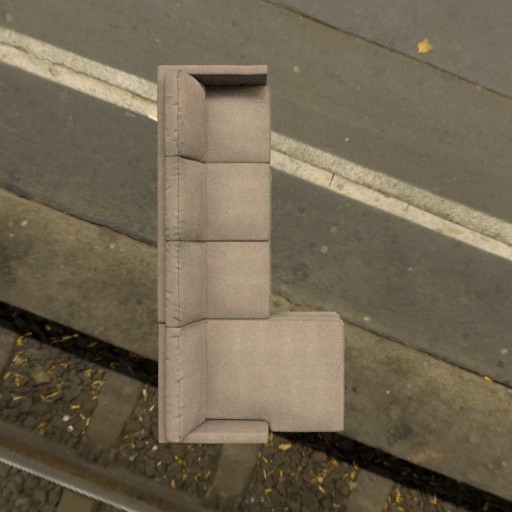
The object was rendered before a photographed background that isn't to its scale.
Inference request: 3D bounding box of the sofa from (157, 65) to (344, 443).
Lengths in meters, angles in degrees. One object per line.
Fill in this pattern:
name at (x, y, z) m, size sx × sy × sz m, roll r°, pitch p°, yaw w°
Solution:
sofa at (0.000, 0.000, 3.973) m, size 1.650 × 0.922 × 3.205 m, roll 0°, pitch 91°, yaw 1°
